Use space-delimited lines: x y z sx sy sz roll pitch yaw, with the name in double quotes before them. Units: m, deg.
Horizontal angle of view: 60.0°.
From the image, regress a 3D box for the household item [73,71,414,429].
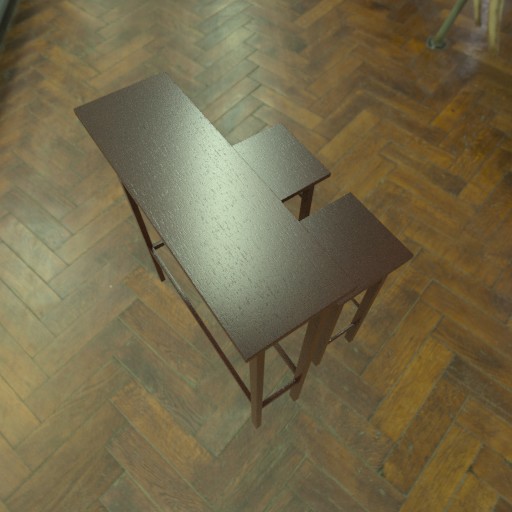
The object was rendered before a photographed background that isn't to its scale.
"household item" 0.000 0.000 1.664 0.676 1.067 0.914 -30 64 -17
